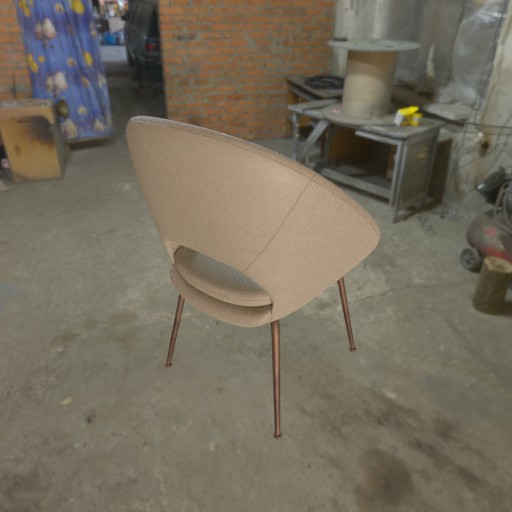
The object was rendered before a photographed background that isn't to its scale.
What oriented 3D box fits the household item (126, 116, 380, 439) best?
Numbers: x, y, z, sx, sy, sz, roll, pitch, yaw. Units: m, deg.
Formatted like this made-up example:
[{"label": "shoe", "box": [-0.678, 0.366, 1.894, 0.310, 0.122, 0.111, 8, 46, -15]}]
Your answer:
[{"label": "household item", "box": [0.000, 0.000, 1.262, 0.623, 0.852, 0.573, 22, 37, 32]}]
